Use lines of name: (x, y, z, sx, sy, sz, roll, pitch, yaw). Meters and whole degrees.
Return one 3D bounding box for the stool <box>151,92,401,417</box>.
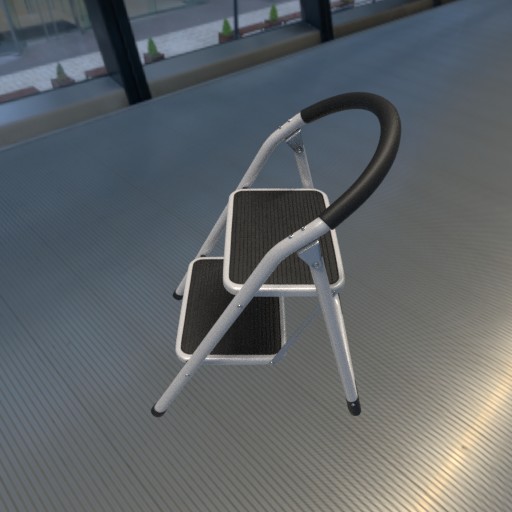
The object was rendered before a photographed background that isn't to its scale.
stool: (0.000, 0.000, 1.090, 0.559, 0.760, 0.453, 0, 42, 0)
